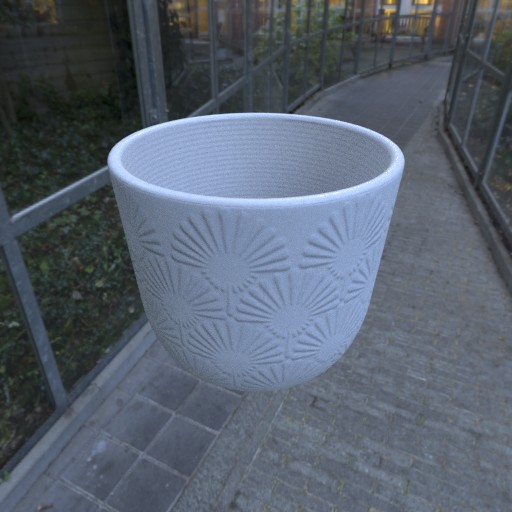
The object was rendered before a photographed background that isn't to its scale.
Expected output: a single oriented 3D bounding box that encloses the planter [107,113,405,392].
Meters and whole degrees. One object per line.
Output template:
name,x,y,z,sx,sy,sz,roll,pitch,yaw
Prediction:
planter,0.000,0.000,0.300,0.170,0.152,0.170,0,31,0
